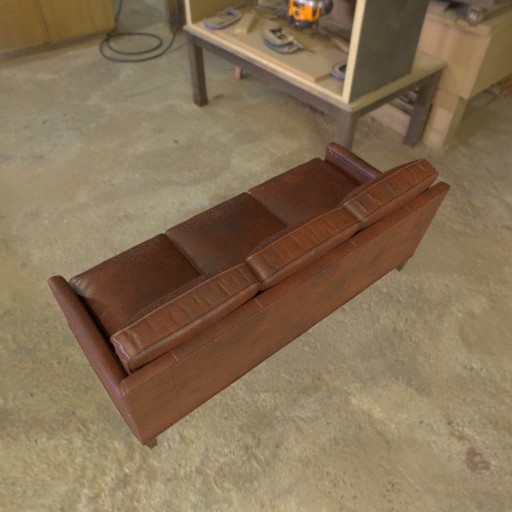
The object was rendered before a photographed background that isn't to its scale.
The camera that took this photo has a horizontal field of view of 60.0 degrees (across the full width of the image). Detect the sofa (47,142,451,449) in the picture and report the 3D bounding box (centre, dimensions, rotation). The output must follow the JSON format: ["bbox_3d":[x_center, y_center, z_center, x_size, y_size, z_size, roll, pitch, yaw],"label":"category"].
[{"bbox_3d":[0.000,0.000,2.755,2.240,1.003,1.084,-30,54,-24],"label":"sofa"}]
